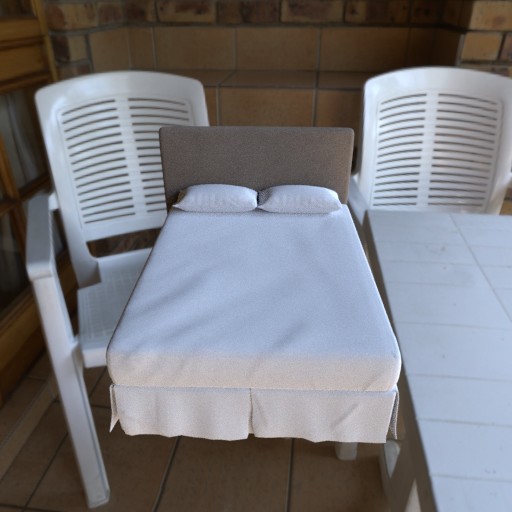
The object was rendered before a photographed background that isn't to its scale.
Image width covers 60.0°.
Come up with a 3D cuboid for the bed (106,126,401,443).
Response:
[{"bbox_3d":[0.000,0.000,3.196,1.723,1.330,2.142,1,31,1],"label":"bed"}]
